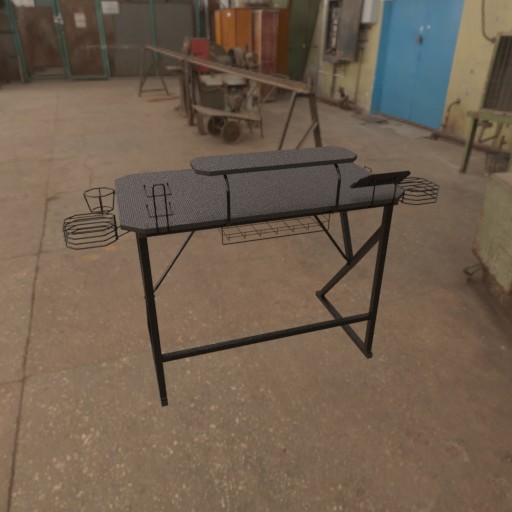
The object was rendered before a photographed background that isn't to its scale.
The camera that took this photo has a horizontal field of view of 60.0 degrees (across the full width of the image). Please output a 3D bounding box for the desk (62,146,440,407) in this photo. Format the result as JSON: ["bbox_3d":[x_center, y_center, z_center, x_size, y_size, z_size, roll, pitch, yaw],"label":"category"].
[{"bbox_3d":[0.000,0.000,1.733,1.290,0.880,0.580,-9,29,-16],"label":"desk"}]
